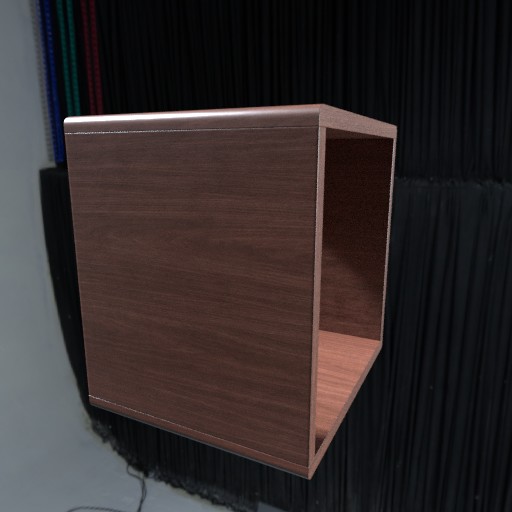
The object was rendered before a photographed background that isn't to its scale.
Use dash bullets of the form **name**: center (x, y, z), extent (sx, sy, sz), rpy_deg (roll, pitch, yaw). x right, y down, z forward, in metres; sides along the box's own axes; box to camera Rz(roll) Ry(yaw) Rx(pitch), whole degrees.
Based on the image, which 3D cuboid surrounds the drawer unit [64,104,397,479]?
- **drawer unit**: center (0.000, 0.000, 0.606), extent (0.290, 0.351, 0.349), rpy_deg (7, 15, 26)
